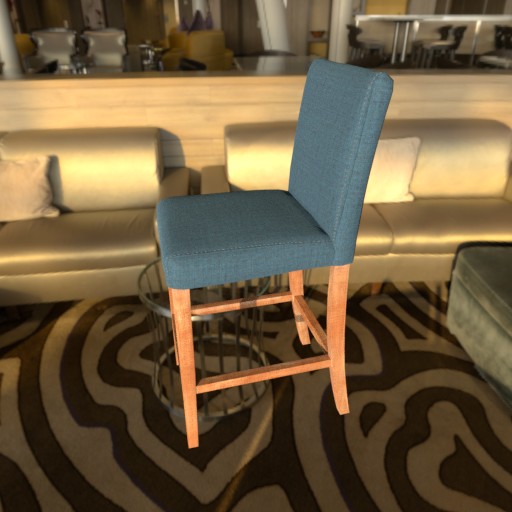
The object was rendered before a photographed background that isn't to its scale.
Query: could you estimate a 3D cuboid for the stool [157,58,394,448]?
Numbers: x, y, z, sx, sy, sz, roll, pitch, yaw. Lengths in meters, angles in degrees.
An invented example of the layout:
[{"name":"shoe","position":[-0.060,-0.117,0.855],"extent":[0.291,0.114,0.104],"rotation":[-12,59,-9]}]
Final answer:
[{"name":"stool","position":[0.000,0.000,1.377],"extent":[0.574,1.088,0.454],"rotation":[-7,29,-13]}]
